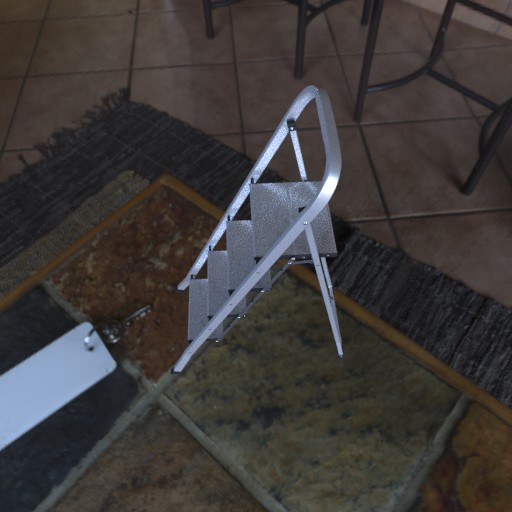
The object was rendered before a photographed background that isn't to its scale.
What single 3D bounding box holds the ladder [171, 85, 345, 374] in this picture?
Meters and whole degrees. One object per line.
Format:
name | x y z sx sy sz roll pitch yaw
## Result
ladder | 0.000 0.000 1.683 0.830 1.290 0.465 -3 58 -2
